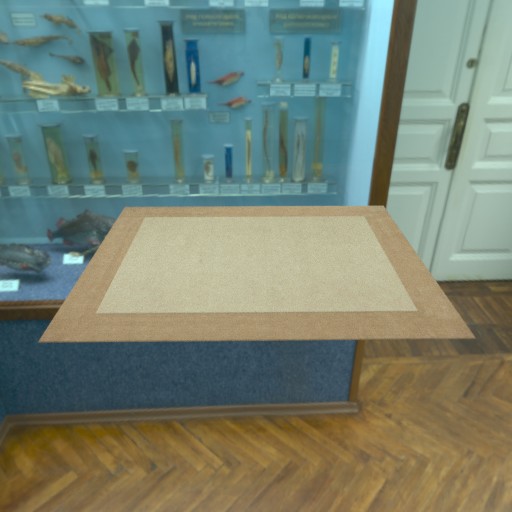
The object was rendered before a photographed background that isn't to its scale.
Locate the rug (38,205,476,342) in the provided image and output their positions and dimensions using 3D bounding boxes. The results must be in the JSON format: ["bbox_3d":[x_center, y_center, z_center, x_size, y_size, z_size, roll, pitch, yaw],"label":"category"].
[{"bbox_3d":[0.000,0.000,4.155,3.048,0.014,2.438,0,29,-1],"label":"rug"}]
